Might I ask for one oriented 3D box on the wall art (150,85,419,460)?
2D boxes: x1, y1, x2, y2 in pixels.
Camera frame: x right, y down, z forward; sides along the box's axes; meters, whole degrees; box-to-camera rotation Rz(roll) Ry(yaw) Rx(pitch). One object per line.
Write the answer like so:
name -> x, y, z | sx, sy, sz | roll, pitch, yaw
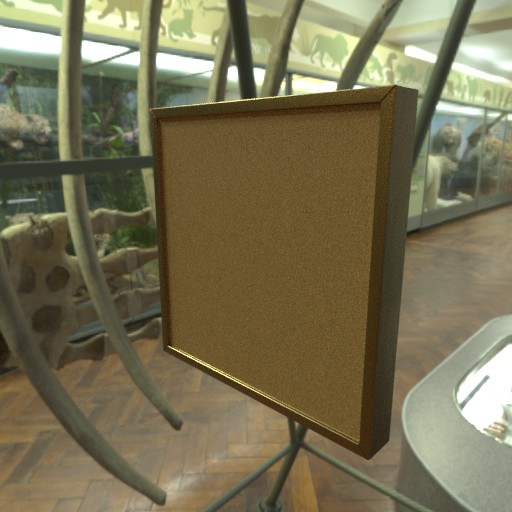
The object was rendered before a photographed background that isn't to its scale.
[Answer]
wall art -> 0.000, 0.000, 0.460 | 0.305, 0.305, 0.037 | 13, 19, 42
